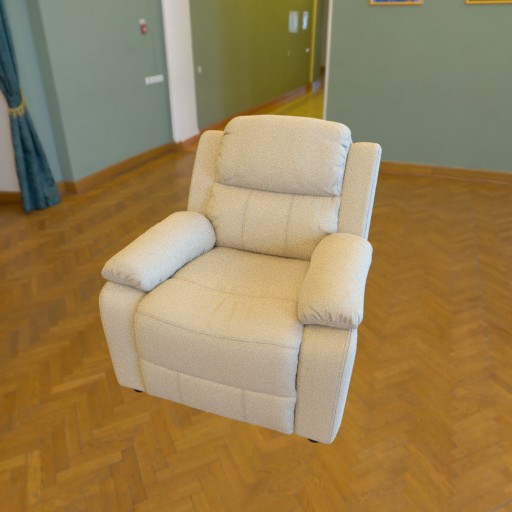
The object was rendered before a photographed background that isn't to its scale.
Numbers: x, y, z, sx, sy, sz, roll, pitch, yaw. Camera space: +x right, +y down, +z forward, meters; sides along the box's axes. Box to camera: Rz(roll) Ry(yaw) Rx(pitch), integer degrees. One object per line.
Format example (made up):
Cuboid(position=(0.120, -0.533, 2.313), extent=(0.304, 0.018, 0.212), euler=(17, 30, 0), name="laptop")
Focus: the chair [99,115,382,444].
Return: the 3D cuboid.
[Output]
Cuboid(position=(0.000, 0.000, 1.307), extent=(0.680, 0.702, 0.709), euler=(9, 29, 17), name="chair")
